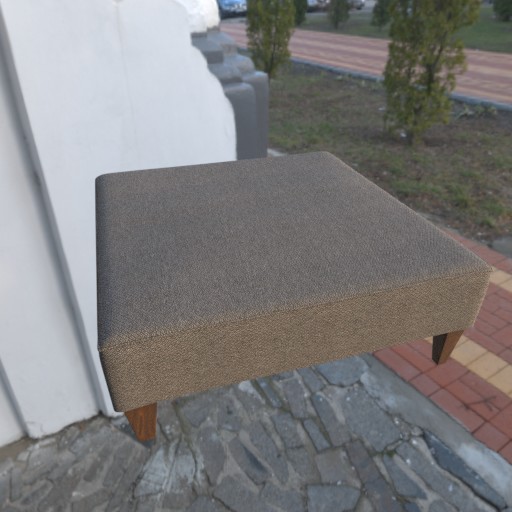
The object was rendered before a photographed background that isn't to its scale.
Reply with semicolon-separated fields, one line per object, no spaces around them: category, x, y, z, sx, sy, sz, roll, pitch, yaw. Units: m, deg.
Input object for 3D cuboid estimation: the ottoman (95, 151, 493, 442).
ottoman;0.000;0.000;1.463;0.970;0.378;0.981;-9;33;-15
